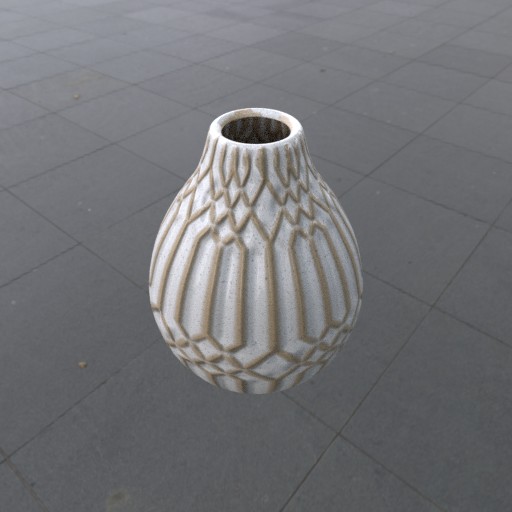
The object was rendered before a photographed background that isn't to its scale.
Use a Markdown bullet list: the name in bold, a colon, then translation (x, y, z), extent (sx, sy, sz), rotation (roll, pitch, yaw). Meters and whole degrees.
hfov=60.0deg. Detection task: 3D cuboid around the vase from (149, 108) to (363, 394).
- **vase**: translation (0.000, 0.000, 0.322), extent (0.159, 0.200, 0.159), rotation (0, 41, 0)
